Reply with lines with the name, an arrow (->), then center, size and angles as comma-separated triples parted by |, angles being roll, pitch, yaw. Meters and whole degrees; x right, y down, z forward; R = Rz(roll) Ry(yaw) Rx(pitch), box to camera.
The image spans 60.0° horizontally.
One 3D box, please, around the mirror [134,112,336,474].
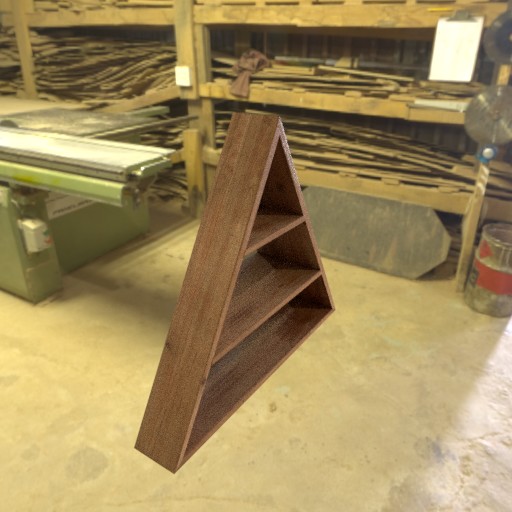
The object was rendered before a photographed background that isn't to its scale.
mirror -> 0.000, 0.000, 0.892 | 0.100, 0.548, 0.631 | 16, 30, 31
